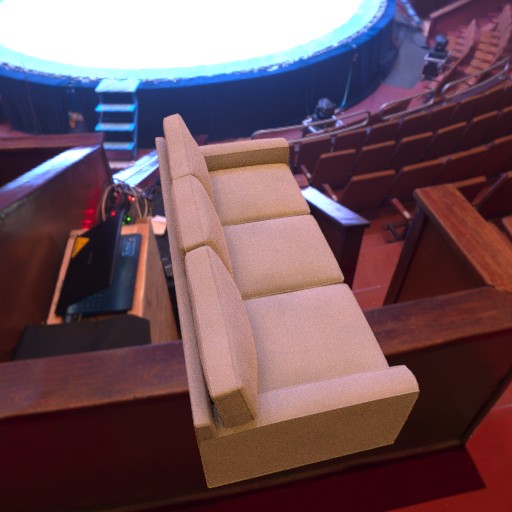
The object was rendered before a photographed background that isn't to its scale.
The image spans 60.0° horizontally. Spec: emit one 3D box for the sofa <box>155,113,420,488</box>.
[{"bbox_3d":[0.000,0.000,2.550,0.935,0.862,2.088,-9,46,-9],"label":"sofa"}]
